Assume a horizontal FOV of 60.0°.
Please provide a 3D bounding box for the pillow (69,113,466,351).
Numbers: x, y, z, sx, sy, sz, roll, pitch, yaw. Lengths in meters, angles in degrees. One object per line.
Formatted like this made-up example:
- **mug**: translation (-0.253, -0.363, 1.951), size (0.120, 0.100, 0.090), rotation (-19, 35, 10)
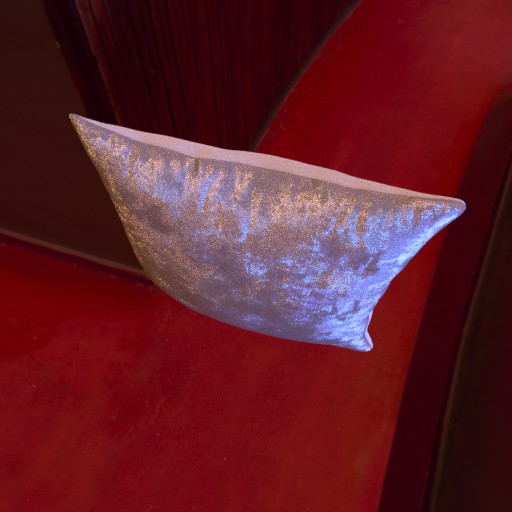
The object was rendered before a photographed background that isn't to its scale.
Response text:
- **pillow**: translation (0.000, 0.000, 0.698), size (0.470, 0.464, 0.175), rotation (15, 60, 9)
